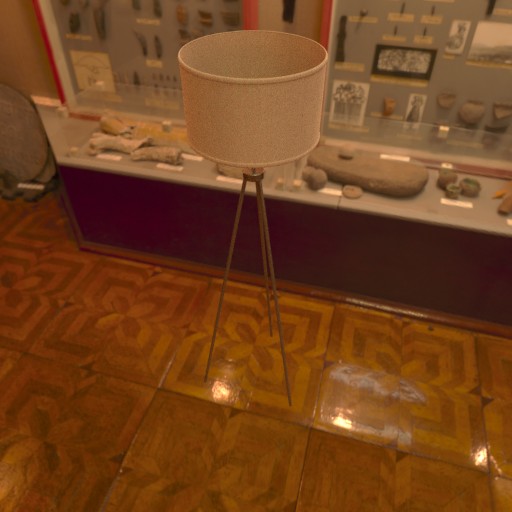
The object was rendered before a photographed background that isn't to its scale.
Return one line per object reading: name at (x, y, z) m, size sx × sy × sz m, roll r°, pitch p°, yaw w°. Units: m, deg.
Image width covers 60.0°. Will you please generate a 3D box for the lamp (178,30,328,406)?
lamp at (0.000, 0.000, 1.747) m, size 0.449 × 1.545 × 0.460 m, roll 12°, pitch 43°, yaw 13°
